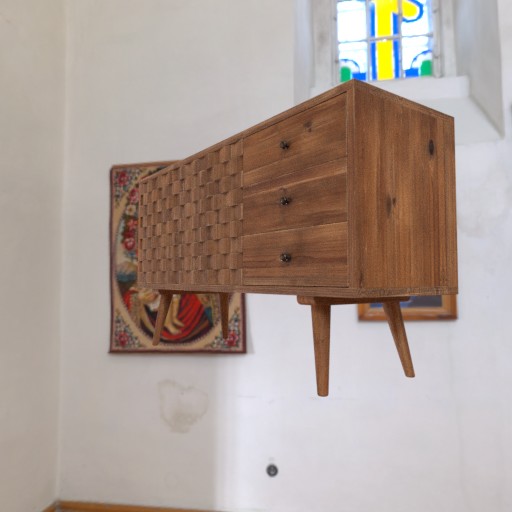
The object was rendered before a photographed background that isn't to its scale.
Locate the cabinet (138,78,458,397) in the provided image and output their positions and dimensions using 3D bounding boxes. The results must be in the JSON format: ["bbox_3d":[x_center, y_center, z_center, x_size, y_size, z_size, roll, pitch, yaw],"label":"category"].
[{"bbox_3d":[0.000,0.000,1.751,0.472,0.800,1.400,2,-4,-36],"label":"cabinet"}]
